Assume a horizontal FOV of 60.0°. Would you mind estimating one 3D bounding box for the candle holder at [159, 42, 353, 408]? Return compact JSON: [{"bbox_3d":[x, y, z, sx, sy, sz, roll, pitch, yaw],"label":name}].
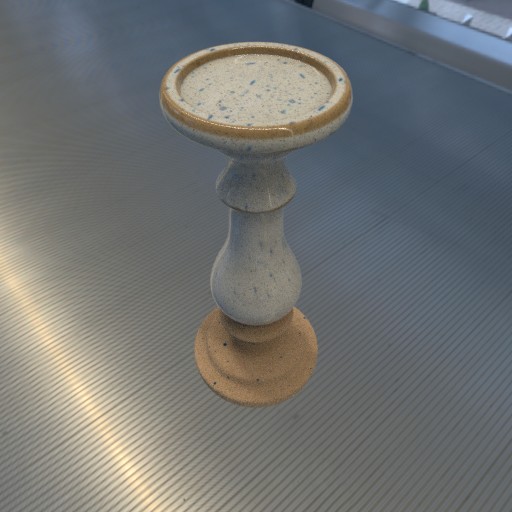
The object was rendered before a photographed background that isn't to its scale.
[{"bbox_3d":[0.000,0.000,0.247,0.088,0.203,0.088,0,47,0],"label":"candle holder"}]
